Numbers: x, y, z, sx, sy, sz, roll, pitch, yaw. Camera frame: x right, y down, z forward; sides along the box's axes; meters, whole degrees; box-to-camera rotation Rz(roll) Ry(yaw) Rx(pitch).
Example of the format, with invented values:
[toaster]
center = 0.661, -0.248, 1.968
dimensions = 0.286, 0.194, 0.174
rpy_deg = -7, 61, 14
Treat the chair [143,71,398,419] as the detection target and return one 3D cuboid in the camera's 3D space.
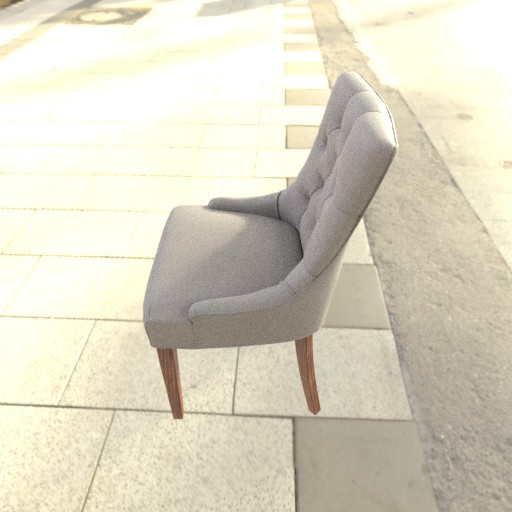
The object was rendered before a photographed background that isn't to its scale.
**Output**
[chair]
center = 0.000, 0.000, 1.224
dimensions = 0.565, 0.874, 0.509
rpy_deg = 0, 39, 1
